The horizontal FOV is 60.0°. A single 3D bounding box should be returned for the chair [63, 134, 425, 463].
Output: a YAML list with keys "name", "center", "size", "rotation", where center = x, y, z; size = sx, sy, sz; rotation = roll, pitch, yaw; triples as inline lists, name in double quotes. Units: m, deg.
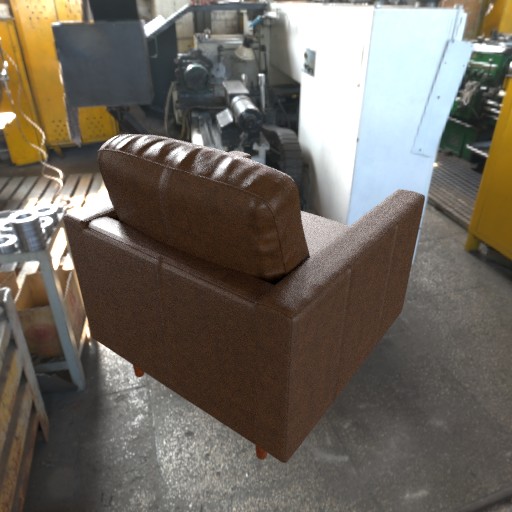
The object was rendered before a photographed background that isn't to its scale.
- name: "chair"
  center: [0.000, 0.000, 1.616]
  size: [0.890, 0.956, 0.909]
  rotation: [21, 36, 31]
